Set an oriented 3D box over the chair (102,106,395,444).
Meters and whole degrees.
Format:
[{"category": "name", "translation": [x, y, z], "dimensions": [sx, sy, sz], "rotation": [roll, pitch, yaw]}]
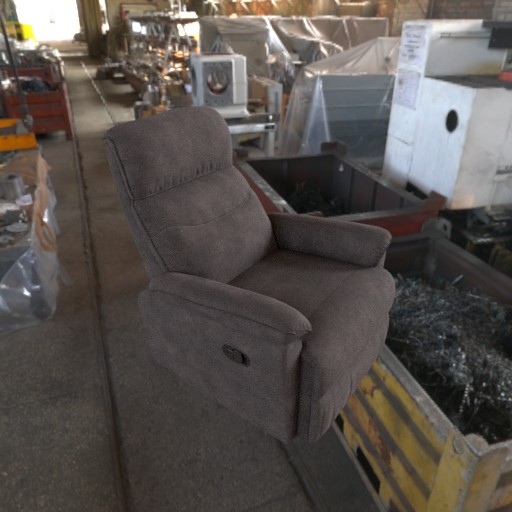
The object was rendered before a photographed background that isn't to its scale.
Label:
[{"category": "chair", "translation": [0.000, 0.000, 1.775], "dimensions": [1.009, 1.035, 0.830], "rotation": [19, 34, 30]}]
